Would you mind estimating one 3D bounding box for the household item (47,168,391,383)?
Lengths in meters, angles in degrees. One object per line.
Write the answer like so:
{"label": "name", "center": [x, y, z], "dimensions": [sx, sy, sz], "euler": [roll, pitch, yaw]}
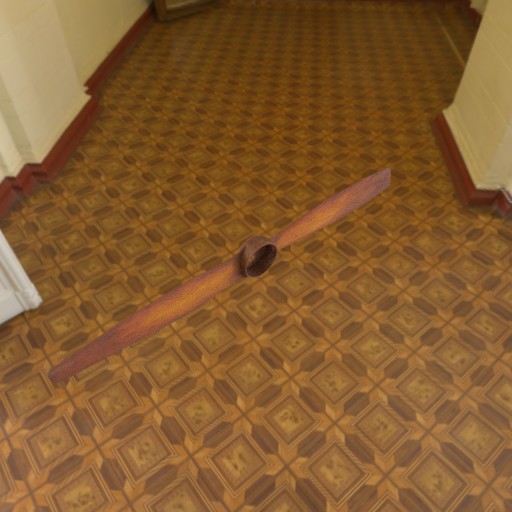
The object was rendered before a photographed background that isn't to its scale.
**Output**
{"label": "household item", "center": [0.000, 0.000, 1.236], "dimensions": [1.181, 0.121, 0.051], "euler": [-31, 53, -27]}
